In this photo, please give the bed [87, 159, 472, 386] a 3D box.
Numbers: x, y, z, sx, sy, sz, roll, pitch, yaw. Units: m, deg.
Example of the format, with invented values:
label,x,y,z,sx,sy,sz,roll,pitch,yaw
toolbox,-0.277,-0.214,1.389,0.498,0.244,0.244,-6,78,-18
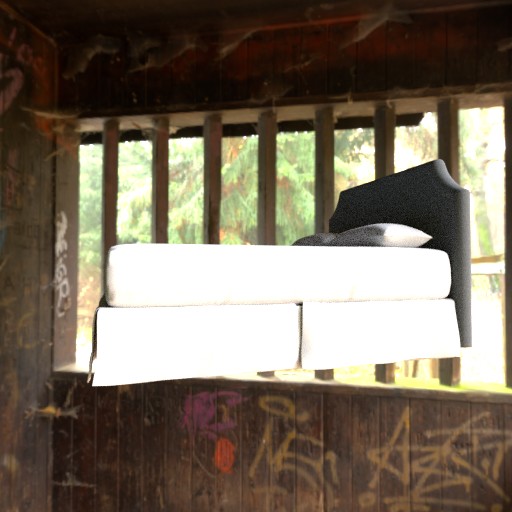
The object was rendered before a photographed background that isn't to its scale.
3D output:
label,x,y,z,sx,sy,sz,roll,pitch,yaw
bed,0.000,0.000,3.264,2.259,1.296,1.811,0,-2,-18
